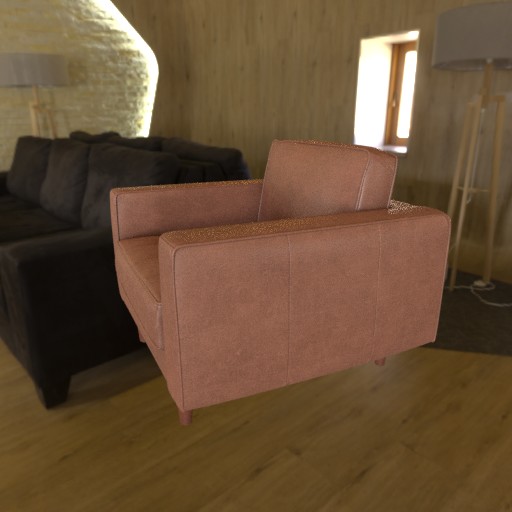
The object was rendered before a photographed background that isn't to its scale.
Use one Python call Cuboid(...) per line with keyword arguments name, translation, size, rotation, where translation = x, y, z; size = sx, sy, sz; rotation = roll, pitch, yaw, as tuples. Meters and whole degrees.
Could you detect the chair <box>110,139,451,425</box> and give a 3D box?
Cuboid(name="chair", translation=(0.000, 0.000, 1.566), size=(0.900, 0.770, 0.920), rotation=(-8, 20, -25))
